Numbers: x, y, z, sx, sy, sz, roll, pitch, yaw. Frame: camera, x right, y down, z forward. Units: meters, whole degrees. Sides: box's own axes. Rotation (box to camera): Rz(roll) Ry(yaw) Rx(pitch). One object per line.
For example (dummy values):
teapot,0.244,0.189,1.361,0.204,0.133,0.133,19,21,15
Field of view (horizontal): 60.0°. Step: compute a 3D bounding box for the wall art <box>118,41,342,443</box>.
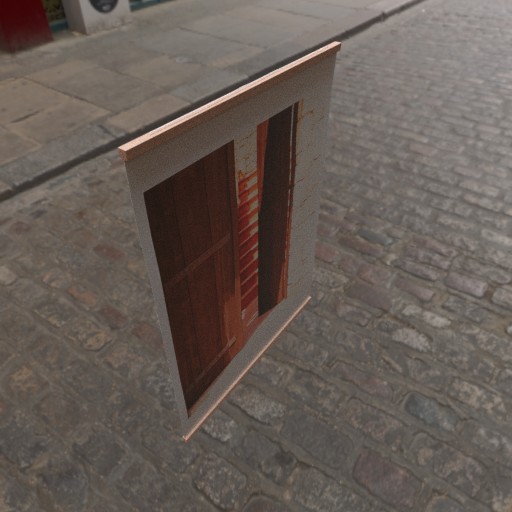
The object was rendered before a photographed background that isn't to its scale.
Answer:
wall art,0.000,0.000,1.294,0.020,1.013,0.758,25,47,26
